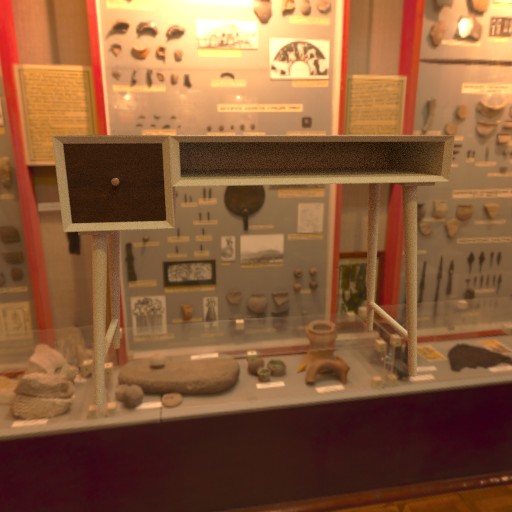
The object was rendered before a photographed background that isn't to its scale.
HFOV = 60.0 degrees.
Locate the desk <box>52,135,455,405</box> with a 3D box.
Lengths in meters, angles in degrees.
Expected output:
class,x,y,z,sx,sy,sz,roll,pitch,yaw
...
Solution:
class,x,y,z,sx,sy,sz,roll,pitch,yaw
desk,0.000,0.000,1.447,1.069,0.761,0.409,-2,16,-9
